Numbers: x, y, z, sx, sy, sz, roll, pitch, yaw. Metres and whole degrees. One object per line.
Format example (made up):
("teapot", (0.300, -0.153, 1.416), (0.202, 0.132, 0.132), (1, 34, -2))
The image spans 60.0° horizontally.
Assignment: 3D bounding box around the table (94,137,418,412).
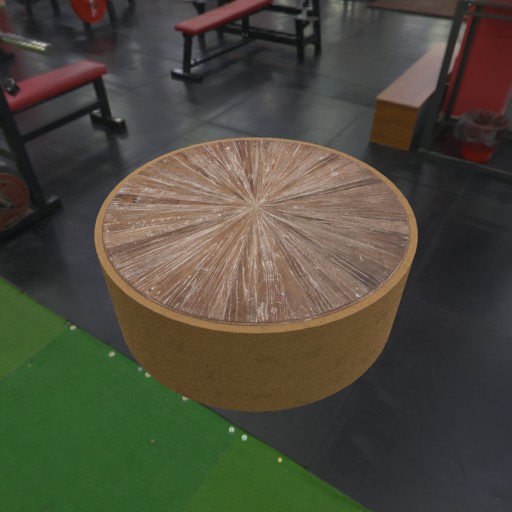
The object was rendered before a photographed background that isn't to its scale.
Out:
("table", (0.000, 0.000, 1.553), (1.001, 0.409, 1.001), (0, 41, 0))
